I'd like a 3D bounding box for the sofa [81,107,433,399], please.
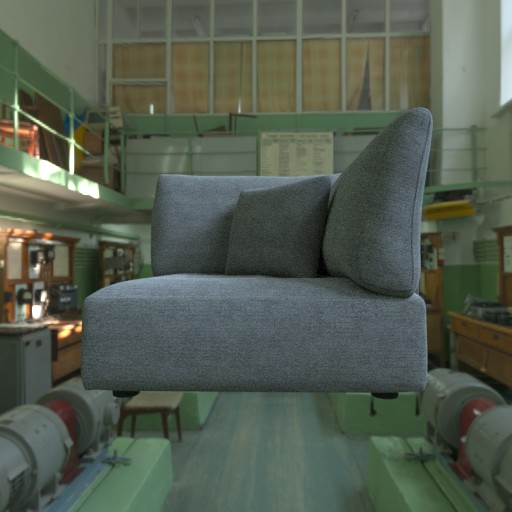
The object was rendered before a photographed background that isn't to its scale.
[{"bbox_3d":[0.000,0.000,1.701,1.000,0.820,1.000,0,-1,1],"label":"sofa"}]
